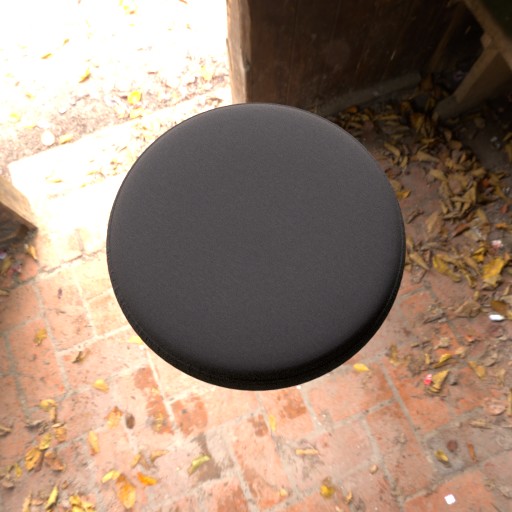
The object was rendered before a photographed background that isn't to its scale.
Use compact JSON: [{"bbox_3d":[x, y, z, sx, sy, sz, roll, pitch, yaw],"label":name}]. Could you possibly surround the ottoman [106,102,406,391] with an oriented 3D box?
[{"bbox_3d":[0.000,0.000,1.049,0.608,0.433,0.608,0,74,0],"label":"ottoman"}]
